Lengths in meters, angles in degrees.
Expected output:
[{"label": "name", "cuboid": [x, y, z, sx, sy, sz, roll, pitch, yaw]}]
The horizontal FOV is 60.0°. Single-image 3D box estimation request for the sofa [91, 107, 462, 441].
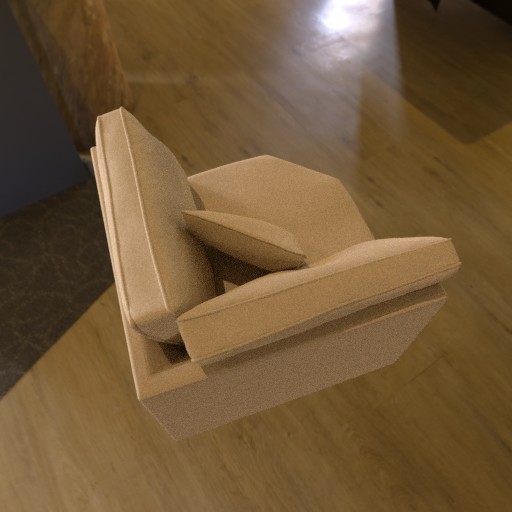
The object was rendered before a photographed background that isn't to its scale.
[{"label": "sofa", "cuboid": [0.000, 0.000, 1.836, 1.050, 0.937, 1.042, -16, 60, -9]}]
